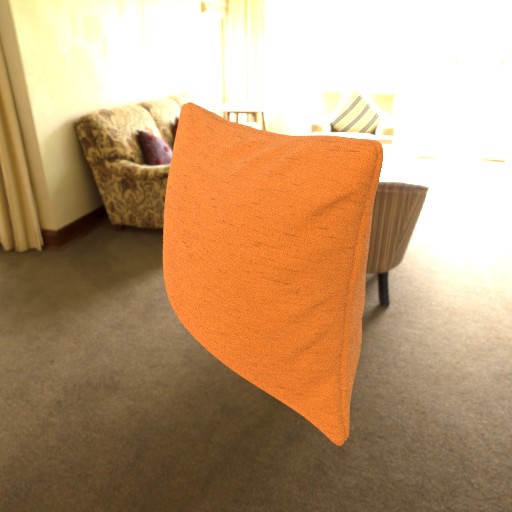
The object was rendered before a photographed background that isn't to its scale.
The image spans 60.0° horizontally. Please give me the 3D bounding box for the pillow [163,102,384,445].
[{"bbox_3d":[0.000,0.000,0.682,0.246,0.415,0.432,-16,30,-31],"label":"pillow"}]
